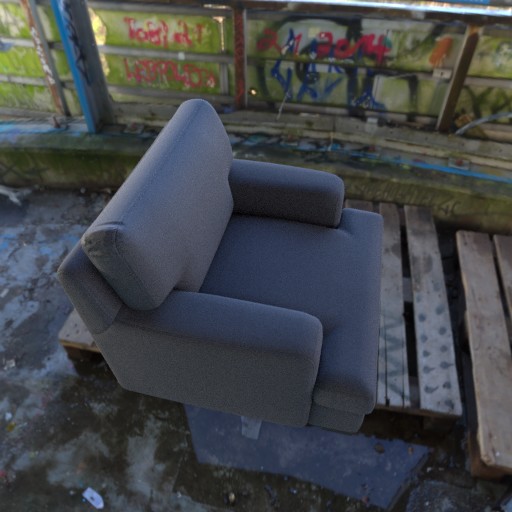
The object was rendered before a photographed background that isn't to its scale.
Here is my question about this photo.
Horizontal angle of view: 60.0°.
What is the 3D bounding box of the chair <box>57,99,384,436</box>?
[{"bbox_3d":[0.000,0.000,1.977,1.143,0.940,1.168,9,46,9],"label":"chair"}]
